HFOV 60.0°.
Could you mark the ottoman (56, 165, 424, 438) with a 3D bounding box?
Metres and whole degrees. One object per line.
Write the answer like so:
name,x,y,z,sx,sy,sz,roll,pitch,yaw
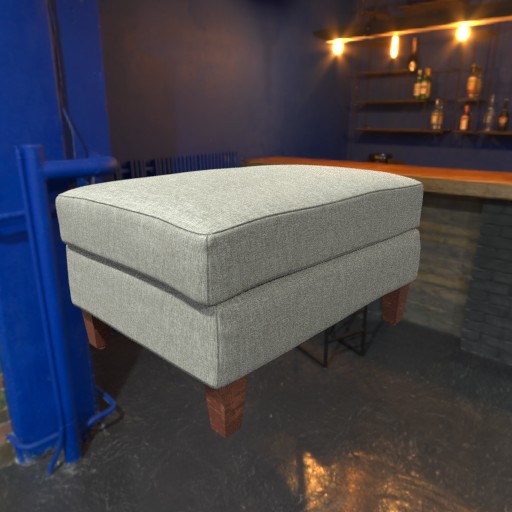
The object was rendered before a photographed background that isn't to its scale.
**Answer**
ottoman,0.000,0.000,1.269,0.639,0.494,0.873,16,23,41
